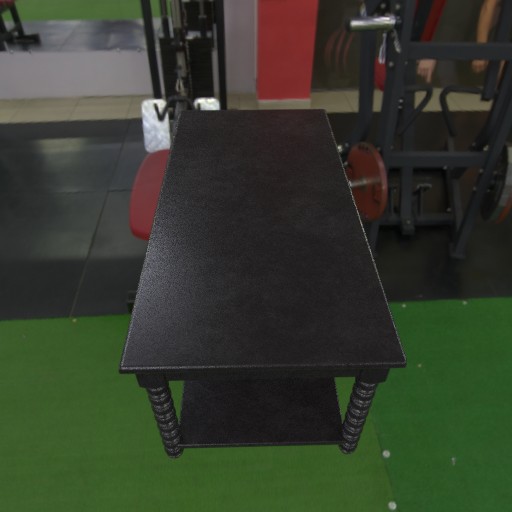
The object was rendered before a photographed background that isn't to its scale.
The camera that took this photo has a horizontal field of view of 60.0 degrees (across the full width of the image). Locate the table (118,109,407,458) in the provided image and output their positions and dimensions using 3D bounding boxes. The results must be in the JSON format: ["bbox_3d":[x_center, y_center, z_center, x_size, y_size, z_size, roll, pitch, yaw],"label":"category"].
[{"bbox_3d":[0.000,0.000,1.460,0.580,0.487,1.171,-1,42,-1],"label":"table"}]
